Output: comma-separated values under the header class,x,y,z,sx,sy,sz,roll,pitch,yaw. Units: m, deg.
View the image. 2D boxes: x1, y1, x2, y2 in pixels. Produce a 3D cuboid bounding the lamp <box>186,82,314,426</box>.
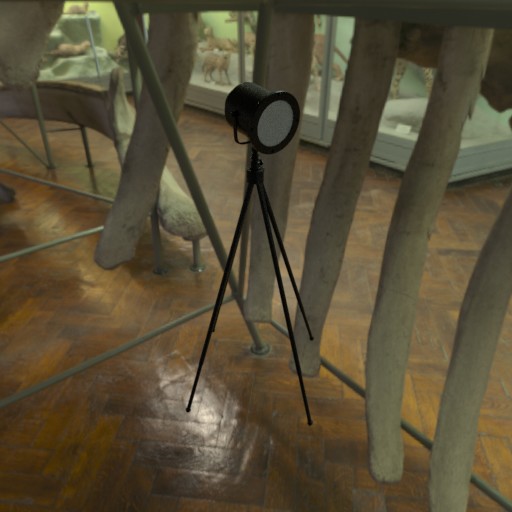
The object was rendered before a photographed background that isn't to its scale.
class,x,y,z,sx,sy,sz,roll,pitch,yaw
lamp,0.000,0.000,2.052,0.879,1.504,0.884,-22,37,-32
